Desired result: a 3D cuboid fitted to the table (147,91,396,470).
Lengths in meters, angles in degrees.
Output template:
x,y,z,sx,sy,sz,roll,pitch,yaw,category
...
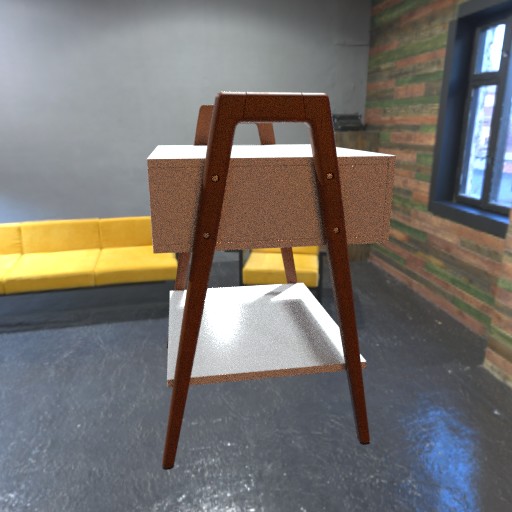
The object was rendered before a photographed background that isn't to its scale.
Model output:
x,y,z,sx,sy,sz,roll,pitch,yaw,category
0.000,0.000,0.919,0.405,0.610,0.457,-3,17,-9,table
